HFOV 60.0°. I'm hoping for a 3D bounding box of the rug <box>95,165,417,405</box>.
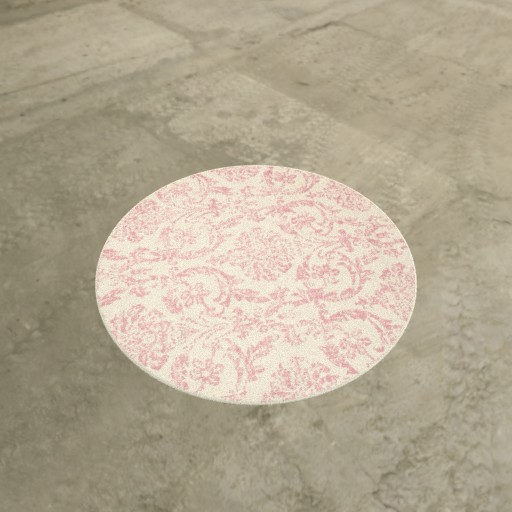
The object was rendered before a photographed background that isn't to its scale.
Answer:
[{"bbox_3d":[0.000,0.000,2.261,1.593,0.012,1.593,0,46,0],"label":"rug"}]
